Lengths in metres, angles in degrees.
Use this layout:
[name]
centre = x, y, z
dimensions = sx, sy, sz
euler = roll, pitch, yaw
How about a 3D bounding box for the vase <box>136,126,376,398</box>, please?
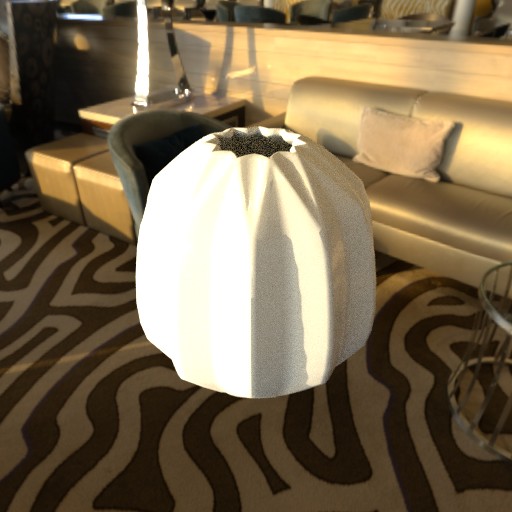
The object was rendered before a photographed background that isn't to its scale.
[vase]
centre = 0.000, 0.000, 0.253
dimensions = 0.139, 0.134, 0.139
euler = 0, 32, 0
